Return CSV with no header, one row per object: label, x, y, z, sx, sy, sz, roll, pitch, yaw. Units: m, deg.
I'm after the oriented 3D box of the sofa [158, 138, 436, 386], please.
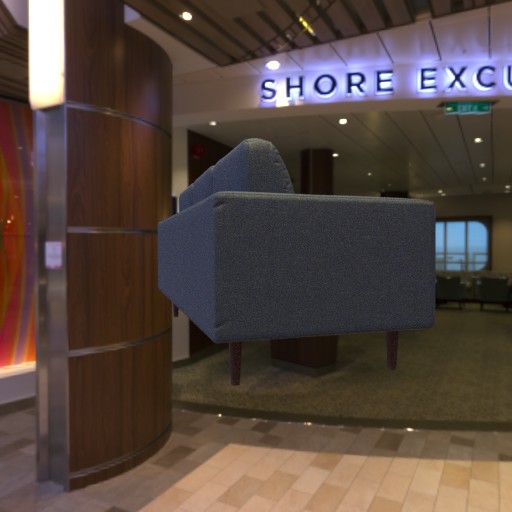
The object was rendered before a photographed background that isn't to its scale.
sofa,0.000,0.000,2.582,0.935,0.945,2.013,0,1,-18
